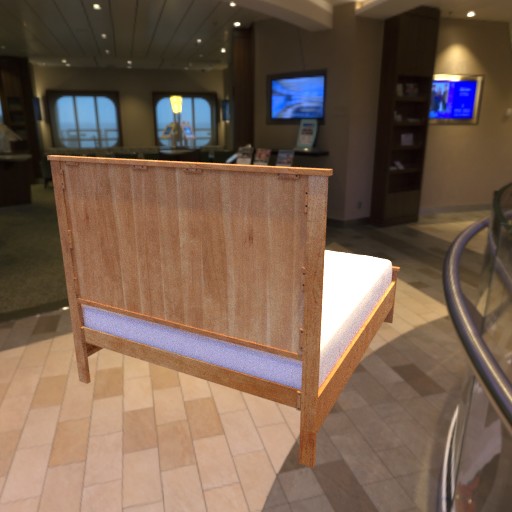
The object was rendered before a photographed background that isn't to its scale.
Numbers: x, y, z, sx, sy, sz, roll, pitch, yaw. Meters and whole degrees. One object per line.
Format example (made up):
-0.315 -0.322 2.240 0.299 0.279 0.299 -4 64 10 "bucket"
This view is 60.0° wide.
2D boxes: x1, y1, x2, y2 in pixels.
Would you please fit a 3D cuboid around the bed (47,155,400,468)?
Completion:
0.000 0.000 4.192 2.225 1.938 2.530 9 19 27 "bed"
